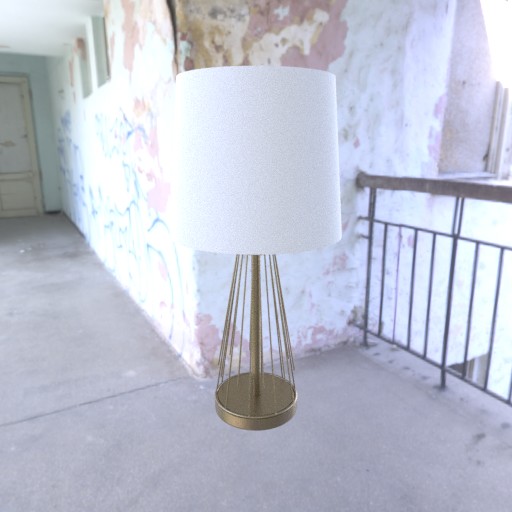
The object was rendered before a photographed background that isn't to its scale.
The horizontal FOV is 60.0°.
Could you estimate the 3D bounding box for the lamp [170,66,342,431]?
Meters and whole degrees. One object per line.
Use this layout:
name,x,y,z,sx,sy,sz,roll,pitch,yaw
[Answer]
lamp,0.000,0.000,0.808,0.303,0.618,0.303,0,15,0
